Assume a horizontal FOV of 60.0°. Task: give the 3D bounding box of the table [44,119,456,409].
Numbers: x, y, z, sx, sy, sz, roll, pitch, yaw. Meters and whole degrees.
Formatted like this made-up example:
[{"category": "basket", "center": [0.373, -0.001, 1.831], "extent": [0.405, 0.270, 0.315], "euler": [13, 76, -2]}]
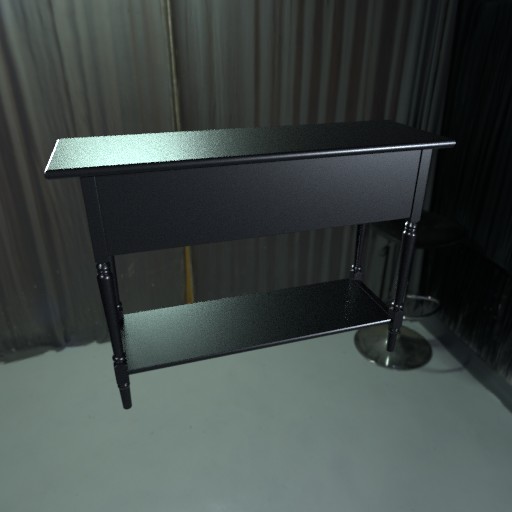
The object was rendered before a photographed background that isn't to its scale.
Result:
[{"category": "table", "center": [0.000, 0.000, 1.571], "extent": [1.191, 0.819, 0.386], "euler": [-8, 28, -15]}]
